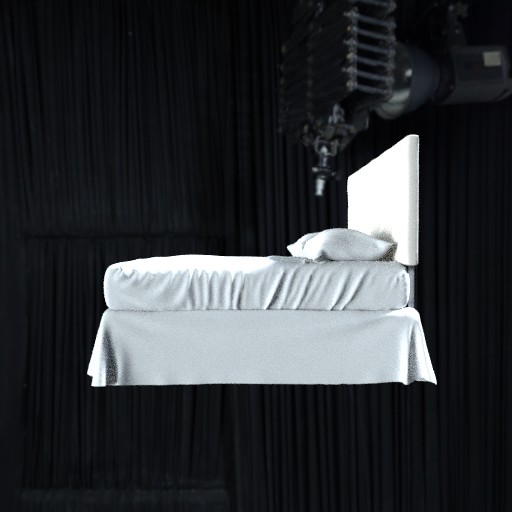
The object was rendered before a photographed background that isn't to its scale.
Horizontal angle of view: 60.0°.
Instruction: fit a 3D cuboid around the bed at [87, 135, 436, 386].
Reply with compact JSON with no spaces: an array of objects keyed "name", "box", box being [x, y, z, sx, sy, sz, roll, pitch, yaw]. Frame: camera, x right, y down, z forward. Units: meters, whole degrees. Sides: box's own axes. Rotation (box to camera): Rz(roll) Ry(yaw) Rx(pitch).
[{"name":"bed","box":[0.000,0.000,3.612,2.222,1.577,1.936,0,1,-1]}]
